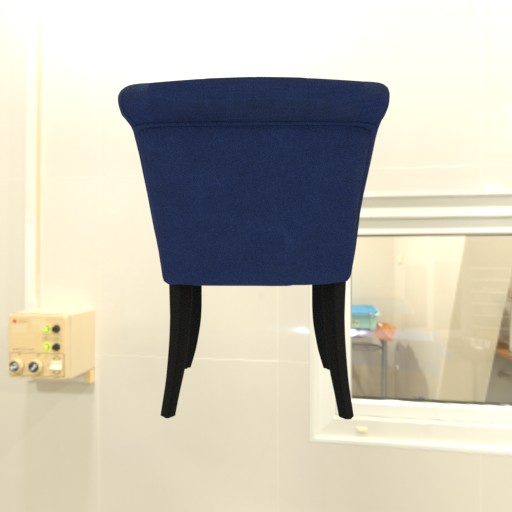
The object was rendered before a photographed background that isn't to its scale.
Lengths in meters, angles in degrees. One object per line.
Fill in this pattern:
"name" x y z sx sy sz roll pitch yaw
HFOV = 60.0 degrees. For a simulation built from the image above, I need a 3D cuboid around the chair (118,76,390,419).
"chair" 0.000 0.000 1.194 0.585 0.753 0.606 0 0 1
